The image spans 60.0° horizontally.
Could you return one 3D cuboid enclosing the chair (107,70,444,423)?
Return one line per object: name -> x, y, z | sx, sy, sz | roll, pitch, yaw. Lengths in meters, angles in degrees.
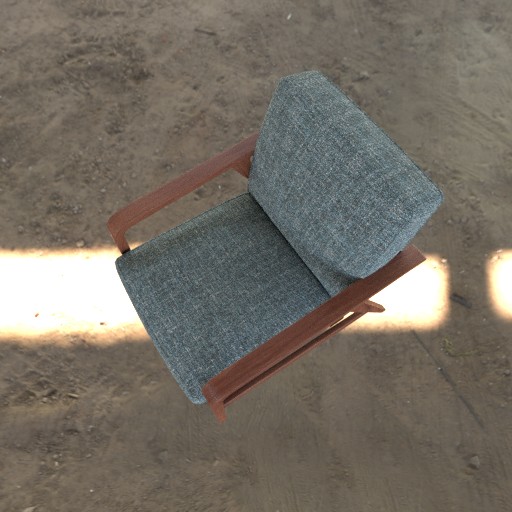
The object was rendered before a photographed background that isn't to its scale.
chair -> 0.000, 0.000, 1.538 | 0.889, 0.864, 0.719 | -30, 67, -14
